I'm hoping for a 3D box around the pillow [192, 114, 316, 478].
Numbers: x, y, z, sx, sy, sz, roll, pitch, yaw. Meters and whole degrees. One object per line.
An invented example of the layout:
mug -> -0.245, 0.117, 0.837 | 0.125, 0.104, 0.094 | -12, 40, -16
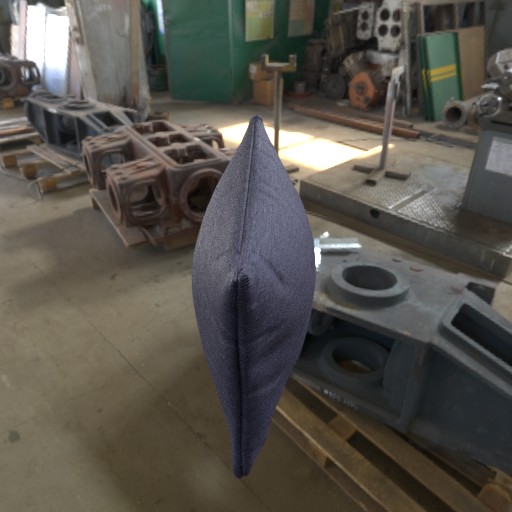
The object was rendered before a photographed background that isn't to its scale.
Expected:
pillow -> 0.000, 0.000, 0.792 | 0.210, 0.338, 0.633 | 1, 32, 1
